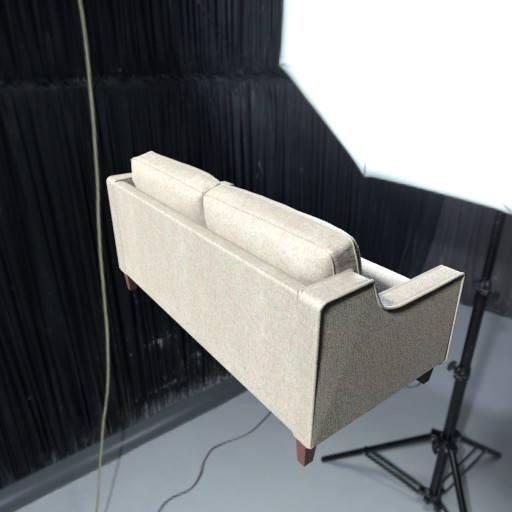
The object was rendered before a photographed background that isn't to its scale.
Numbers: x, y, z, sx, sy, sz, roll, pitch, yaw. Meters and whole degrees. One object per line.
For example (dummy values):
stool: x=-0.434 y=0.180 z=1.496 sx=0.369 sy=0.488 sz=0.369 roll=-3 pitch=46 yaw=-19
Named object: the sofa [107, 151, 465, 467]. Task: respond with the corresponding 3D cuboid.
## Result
sofa: x=0.000 y=0.000 z=2.803 sx=1.073 sy=1.074 sz=2.181 roll=-18 pitch=30 yaw=-33
